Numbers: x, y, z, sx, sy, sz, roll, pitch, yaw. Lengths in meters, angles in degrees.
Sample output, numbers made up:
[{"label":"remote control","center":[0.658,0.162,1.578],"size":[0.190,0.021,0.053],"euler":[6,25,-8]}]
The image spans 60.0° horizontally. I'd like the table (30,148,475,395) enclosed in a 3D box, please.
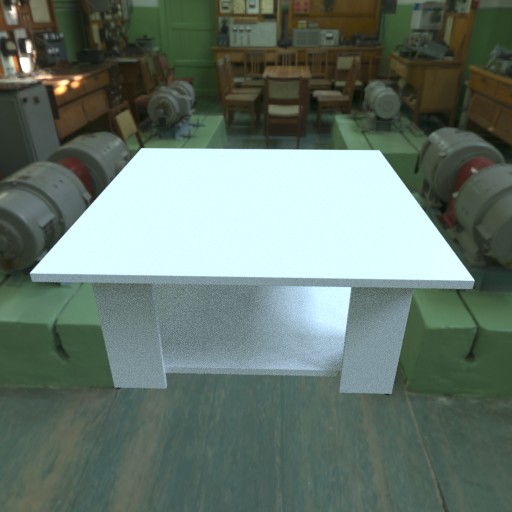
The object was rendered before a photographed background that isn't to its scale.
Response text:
[{"label":"table","center":[0.000,0.000,1.034],"size":[0.670,0.305,0.670],"euler":[1,30,2]}]
